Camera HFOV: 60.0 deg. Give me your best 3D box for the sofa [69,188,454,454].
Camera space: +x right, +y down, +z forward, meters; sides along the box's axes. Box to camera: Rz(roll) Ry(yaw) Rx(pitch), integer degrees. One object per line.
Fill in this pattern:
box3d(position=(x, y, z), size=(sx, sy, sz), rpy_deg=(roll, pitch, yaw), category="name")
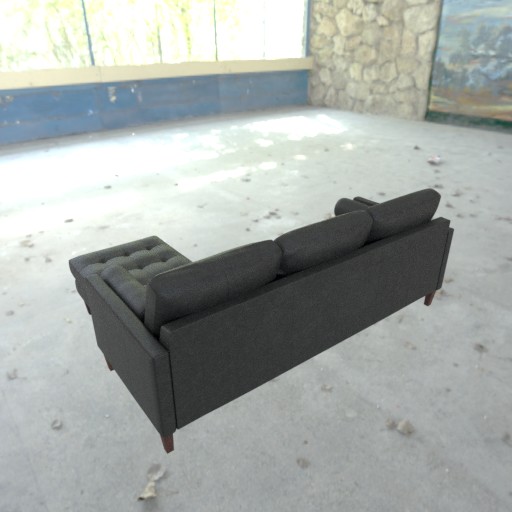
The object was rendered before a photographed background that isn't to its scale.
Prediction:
box3d(position=(0.000, 0.000, 2.936), size=(2.178, 0.876, 1.497), rpy_deg=(-19, 32, -33), category="sofa")
